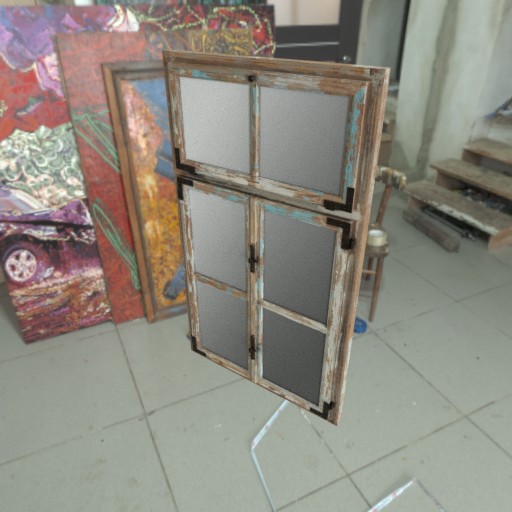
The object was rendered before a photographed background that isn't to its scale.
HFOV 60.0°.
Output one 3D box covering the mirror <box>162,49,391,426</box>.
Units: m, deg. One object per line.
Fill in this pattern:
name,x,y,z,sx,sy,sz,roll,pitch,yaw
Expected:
mirror,0.000,0.000,1.483,0.707,1.213,0.083,19,35,29
